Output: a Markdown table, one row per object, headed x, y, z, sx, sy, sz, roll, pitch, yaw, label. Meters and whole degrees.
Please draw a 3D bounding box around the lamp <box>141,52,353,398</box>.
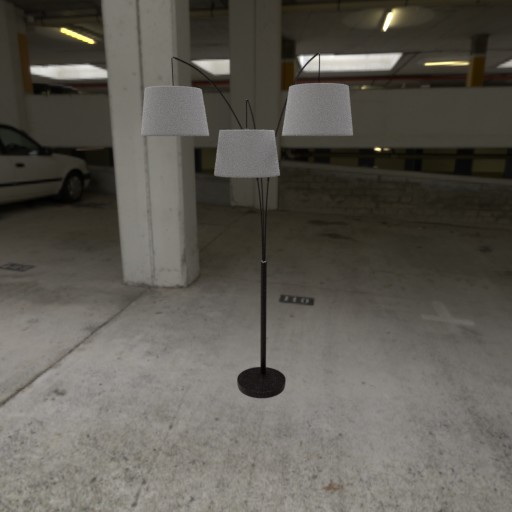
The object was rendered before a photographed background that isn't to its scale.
| x | y | z | sx | sy | sz | roll | pitch | yaw | label |
| --- | --- | --- | --- | --- | --- | --- | --- | --- | --- |
| 0.000 | 0.000 | 2.441 | 0.951 | 1.950 | 0.924 | 2 | 15 | 9 | lamp |
